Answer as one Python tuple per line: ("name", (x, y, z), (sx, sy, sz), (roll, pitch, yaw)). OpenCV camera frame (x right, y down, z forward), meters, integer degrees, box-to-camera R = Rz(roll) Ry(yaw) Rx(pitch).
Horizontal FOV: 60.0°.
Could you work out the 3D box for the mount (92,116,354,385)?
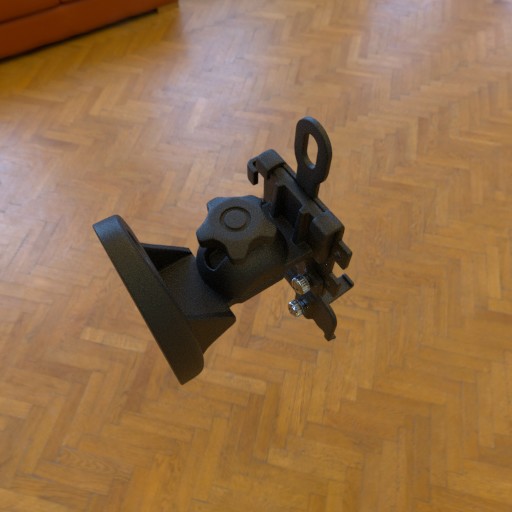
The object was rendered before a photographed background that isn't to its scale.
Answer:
("mount", (0.000, 0.000, 0.180), (0.100, 0.118, 0.066), (-29, 63, -16))
